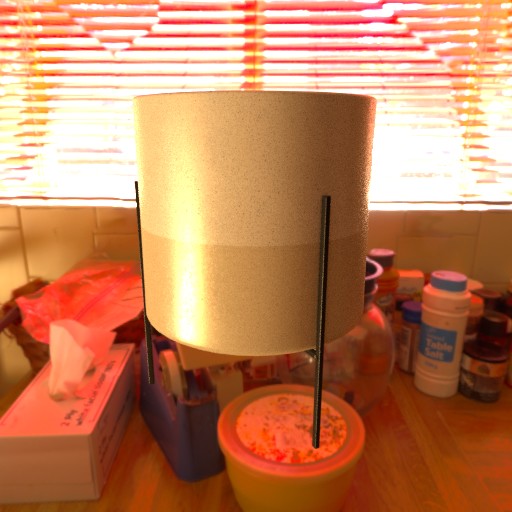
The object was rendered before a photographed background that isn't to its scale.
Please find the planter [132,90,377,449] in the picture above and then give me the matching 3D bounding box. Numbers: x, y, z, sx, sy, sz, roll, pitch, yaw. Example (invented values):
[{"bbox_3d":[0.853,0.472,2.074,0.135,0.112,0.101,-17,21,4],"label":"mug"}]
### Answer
[{"bbox_3d":[0.000,0.000,0.726,0.359,0.484,0.368,-8,18,-27],"label":"planter"}]
